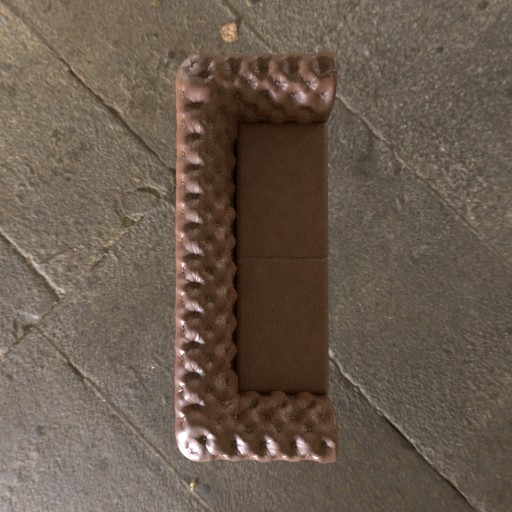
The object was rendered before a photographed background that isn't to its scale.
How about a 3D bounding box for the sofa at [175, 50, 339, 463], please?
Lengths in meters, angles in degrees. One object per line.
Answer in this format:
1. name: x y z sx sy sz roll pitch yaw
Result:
1. sofa: 0.000 0.000 2.842 0.944 0.783 2.385 0 89 1
